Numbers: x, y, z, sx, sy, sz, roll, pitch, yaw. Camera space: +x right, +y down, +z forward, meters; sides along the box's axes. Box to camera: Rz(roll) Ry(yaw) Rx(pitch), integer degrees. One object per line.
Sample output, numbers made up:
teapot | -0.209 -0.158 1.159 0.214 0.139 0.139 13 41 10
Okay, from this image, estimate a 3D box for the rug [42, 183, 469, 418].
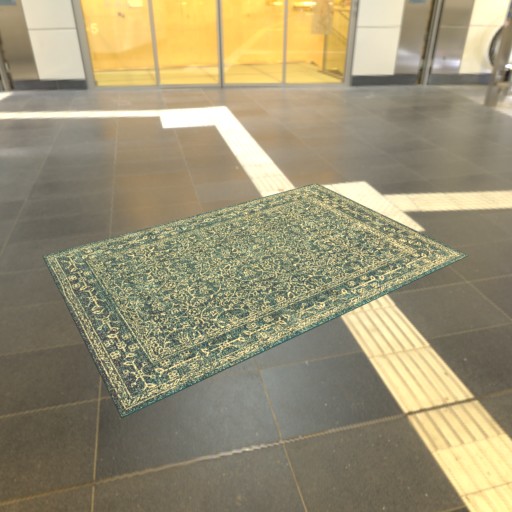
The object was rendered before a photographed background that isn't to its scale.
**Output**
rug | 0.000 0.000 2.263 1.819 0.005 1.200 -19 36 -28
